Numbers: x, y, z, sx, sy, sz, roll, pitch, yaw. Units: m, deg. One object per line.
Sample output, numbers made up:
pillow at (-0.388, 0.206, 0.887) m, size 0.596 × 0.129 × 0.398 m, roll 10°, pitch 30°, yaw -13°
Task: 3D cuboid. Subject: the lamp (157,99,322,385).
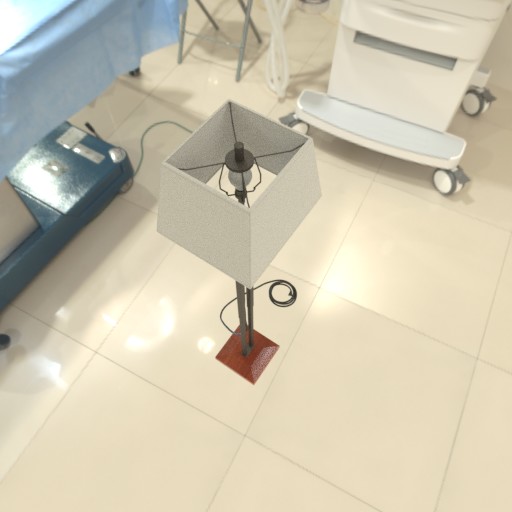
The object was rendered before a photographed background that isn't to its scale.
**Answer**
lamp at (0.000, 0.000, 1.991) m, size 0.472 × 1.712 × 0.745 m, roll 31°, pitch 64°, yaw 17°
